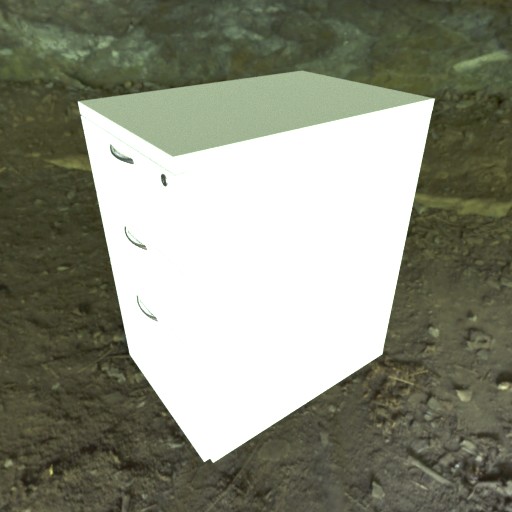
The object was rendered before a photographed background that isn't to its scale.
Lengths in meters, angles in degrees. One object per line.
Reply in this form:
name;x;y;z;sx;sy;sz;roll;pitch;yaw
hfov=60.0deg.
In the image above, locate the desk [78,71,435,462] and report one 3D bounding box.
desk;0.000;0.000;1.075;0.600;0.730;0.404;-21;38;-30
